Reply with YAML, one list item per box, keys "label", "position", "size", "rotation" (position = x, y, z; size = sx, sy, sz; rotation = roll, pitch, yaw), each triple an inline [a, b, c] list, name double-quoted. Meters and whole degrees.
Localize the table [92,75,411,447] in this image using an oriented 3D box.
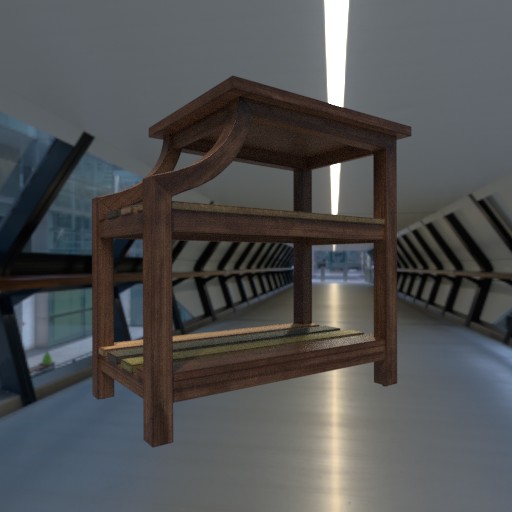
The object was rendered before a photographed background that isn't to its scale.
- label: "table"
  position: [0.000, 0.000, 0.964]
  size: [0.609, 0.584, 0.356]
  rotation: [0, -1, -36]
